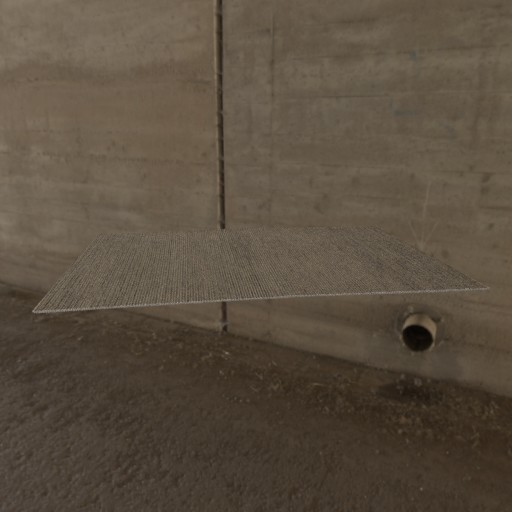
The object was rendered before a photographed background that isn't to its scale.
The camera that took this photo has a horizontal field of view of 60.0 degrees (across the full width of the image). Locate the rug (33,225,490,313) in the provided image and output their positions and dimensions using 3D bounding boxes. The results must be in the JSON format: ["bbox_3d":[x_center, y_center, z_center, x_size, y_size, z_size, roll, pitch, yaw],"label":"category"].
[{"bbox_3d":[0.000,0.000,2.235,1.773,0.021,1.149,-2,17,-7],"label":"rug"}]
